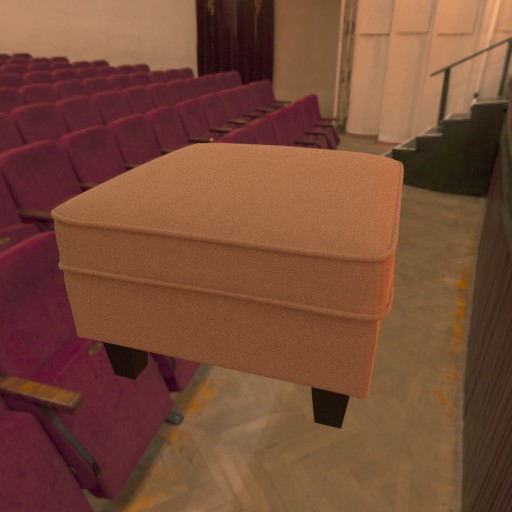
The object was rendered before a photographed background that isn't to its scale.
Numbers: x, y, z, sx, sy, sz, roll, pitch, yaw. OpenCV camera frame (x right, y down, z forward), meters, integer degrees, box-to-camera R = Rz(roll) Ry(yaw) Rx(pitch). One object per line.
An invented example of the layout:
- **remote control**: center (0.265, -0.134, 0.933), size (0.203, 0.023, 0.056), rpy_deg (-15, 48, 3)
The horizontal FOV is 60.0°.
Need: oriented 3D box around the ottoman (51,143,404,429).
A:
- **ottoman**: center (0.000, 0.000, 1.031), size (0.613, 0.438, 0.616), rpy_deg (8, 27, 16)
